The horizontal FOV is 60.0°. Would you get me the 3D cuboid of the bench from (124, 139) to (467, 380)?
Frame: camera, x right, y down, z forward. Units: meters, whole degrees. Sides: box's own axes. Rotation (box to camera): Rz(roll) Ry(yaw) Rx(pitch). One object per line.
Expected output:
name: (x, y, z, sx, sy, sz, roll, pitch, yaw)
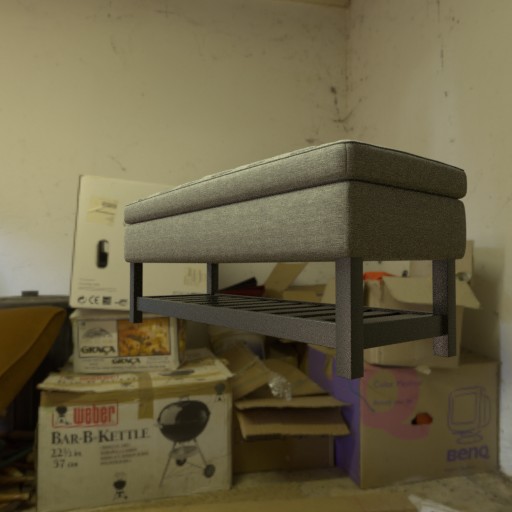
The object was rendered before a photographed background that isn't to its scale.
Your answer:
bench: (0.000, 0.000, 1.322, 0.429, 0.470, 1.100, 1, -2, -37)
